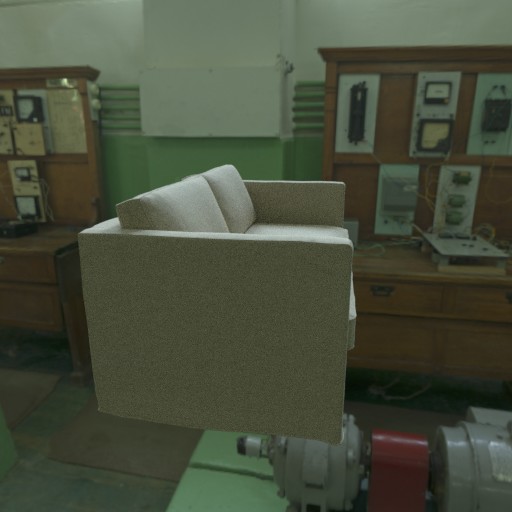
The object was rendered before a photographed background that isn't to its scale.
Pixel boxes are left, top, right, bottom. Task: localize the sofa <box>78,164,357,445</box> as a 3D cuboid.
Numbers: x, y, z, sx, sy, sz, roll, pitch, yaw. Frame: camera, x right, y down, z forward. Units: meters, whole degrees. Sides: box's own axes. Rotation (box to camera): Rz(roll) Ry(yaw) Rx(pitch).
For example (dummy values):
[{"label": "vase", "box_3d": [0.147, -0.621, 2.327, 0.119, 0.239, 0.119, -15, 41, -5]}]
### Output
[{"label": "sofa", "box_3d": [0.000, 0.000, 2.293, 0.962, 0.835, 1.719, 3, 16, 10]}]
